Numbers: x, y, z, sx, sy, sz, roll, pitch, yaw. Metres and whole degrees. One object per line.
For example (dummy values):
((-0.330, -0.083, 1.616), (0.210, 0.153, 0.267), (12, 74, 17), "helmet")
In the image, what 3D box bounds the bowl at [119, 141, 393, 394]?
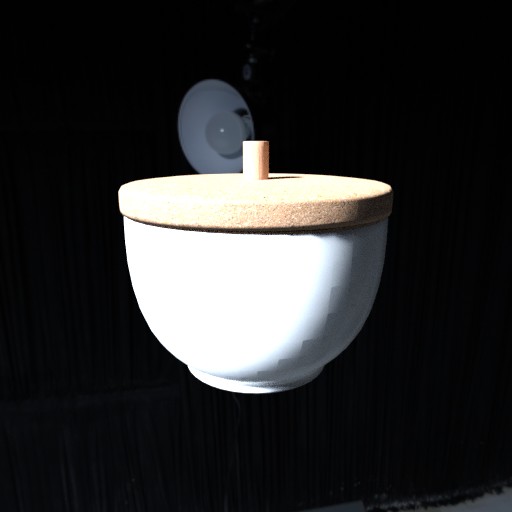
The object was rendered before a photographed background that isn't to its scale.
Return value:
((0.000, 0.000, 0.220), (0.126, 0.110, 0.126), (0, 14, 0), "bowl")
